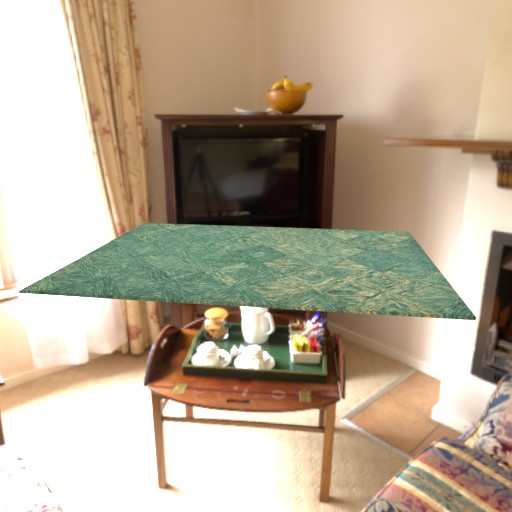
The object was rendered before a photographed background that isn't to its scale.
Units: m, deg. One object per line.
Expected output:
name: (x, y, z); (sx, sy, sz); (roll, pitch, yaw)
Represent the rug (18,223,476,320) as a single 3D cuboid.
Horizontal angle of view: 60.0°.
rug: (0.000, 0.000, 4.206); (3.217, 0.027, 2.405); (2, 17, 8)
